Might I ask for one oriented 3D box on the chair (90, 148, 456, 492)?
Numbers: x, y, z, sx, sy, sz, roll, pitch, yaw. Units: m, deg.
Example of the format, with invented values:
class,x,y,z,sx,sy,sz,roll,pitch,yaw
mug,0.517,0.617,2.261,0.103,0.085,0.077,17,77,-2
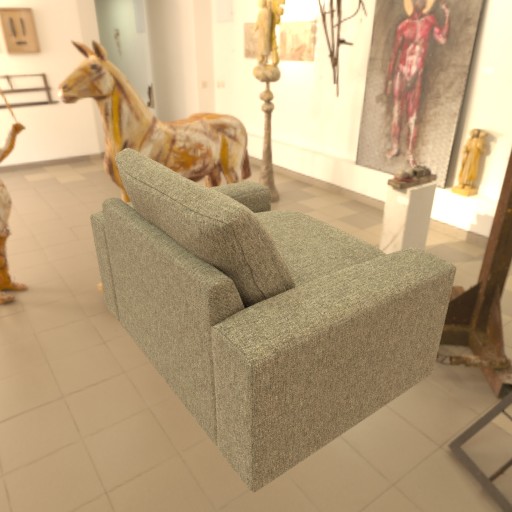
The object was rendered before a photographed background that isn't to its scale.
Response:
class,x,y,z,sx,sy,sz,roll,pitch,yaw
chair,0.000,0.000,2.012,1.039,0.915,1.398,-18,31,-32
